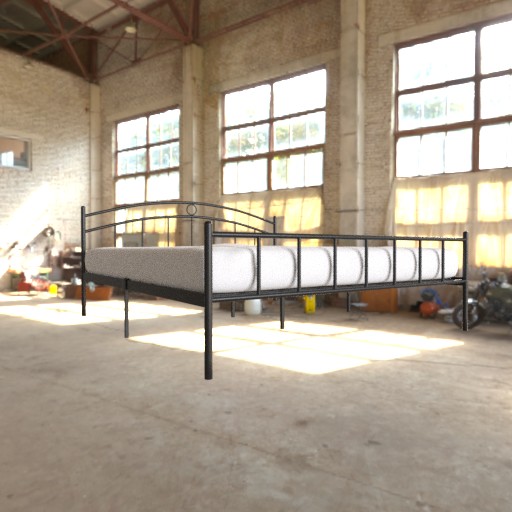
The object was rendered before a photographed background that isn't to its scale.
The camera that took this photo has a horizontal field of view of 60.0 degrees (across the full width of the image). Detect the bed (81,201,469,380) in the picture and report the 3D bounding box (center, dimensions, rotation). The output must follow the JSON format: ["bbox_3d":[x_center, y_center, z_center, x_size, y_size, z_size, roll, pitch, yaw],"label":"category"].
[{"bbox_3d":[0.000,0.000,3.116,1.880,0.940,2.040,-1,1,-35],"label":"bed"}]
